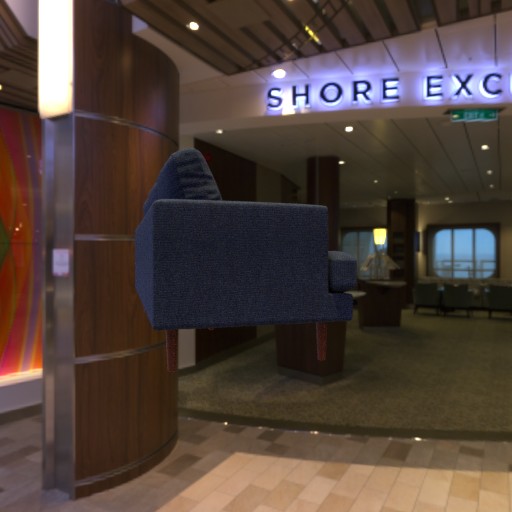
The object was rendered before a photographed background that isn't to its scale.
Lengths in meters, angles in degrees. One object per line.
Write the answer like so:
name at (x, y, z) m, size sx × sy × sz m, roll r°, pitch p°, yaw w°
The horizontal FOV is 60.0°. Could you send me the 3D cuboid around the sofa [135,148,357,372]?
sofa at (0.000, 0.000, 2.982) m, size 1.504 × 0.956 × 2.233 m, roll 0°, pitch 0°, yaw -17°
